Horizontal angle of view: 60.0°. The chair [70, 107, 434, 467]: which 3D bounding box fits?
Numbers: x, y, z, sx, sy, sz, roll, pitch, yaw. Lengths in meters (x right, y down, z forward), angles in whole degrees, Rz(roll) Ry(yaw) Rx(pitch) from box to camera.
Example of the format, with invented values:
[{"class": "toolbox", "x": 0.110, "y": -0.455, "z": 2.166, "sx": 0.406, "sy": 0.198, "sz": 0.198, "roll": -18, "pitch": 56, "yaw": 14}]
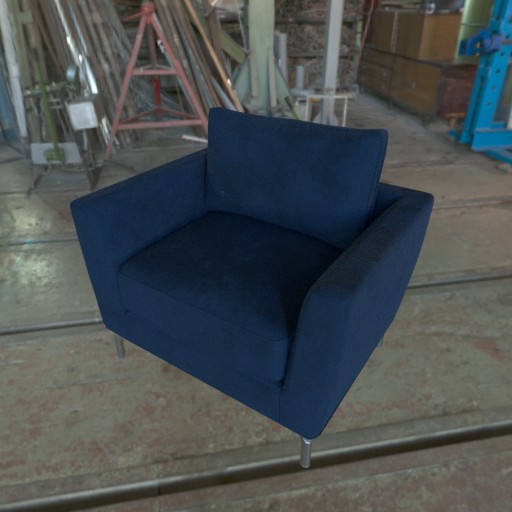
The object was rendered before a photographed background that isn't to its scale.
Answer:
[{"class": "chair", "x": 0.000, "y": 0.000, "z": 1.571, "sx": 0.977, "sy": 0.893, "sz": 0.746, "roll": 19, "pitch": 36, "yaw": 29}]
